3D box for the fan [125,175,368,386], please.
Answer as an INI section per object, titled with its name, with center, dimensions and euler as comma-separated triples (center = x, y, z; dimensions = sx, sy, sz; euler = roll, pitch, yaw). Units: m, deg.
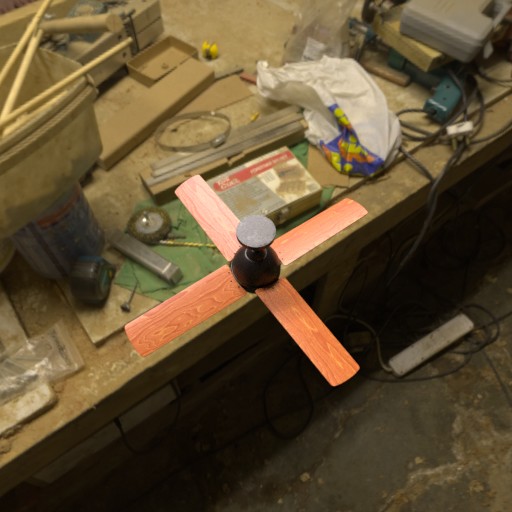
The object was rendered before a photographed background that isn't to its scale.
[fan]
center = 0.000, 0.000, 2.049
dimensions = 1.332, 0.403, 1.332
euler = -31, 63, -18
